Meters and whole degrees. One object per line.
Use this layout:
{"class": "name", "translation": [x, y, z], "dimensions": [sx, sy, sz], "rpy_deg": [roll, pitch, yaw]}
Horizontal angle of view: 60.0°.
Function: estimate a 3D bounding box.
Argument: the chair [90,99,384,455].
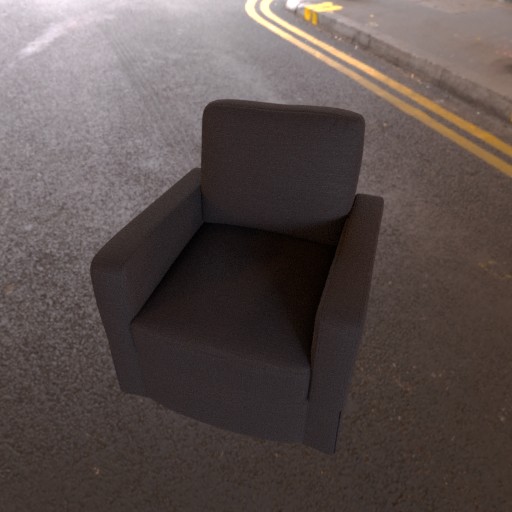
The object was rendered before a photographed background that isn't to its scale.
{"class": "chair", "translation": [0.000, 0.000, 1.543], "dimensions": [0.798, 0.855, 0.863], "rpy_deg": [12, 41, 13]}
